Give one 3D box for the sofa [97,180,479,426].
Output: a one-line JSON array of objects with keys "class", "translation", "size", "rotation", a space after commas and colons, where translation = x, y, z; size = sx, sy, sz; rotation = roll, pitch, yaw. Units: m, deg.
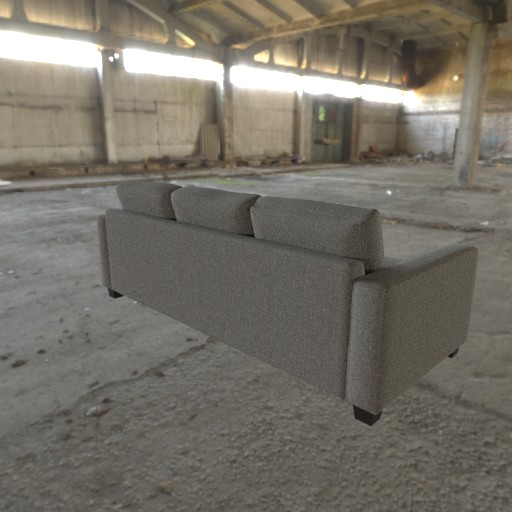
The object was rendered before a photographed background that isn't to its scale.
[{"class": "sofa", "translation": [0.000, 0.000, 2.544], "size": [2.120, 0.800, 0.900], "rotation": [14, 20, 43]}]
